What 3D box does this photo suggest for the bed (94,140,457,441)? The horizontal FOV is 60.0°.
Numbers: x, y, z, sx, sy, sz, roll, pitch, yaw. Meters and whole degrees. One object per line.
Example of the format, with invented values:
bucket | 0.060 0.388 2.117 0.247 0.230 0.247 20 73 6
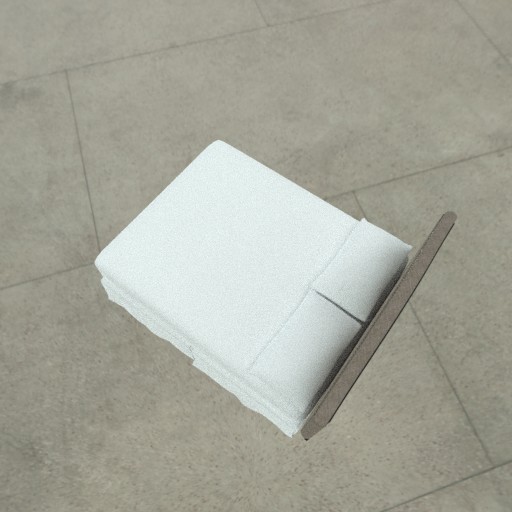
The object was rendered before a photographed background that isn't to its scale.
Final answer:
bed | 0.000 0.000 3.407 2.153 1.518 1.713 34 68 16
